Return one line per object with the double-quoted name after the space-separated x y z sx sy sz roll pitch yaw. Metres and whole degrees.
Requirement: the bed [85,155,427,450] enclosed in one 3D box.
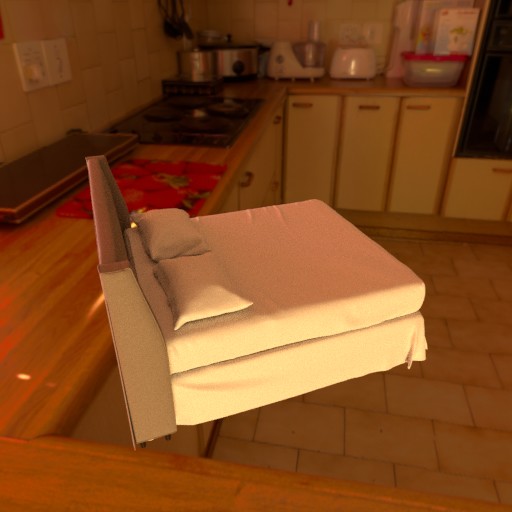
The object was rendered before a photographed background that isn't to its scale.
0.000 0.000 3.484 2.276 1.332 1.925 -10 32 -17 "bed"
